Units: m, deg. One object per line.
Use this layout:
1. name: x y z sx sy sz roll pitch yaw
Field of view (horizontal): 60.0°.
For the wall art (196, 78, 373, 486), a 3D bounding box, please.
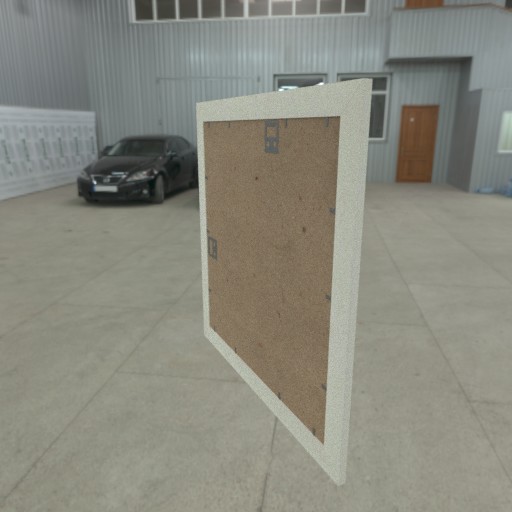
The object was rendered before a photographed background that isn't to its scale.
1. wall art: 0.000 0.000 0.855 0.013 0.584 0.584 -8 18 -26
